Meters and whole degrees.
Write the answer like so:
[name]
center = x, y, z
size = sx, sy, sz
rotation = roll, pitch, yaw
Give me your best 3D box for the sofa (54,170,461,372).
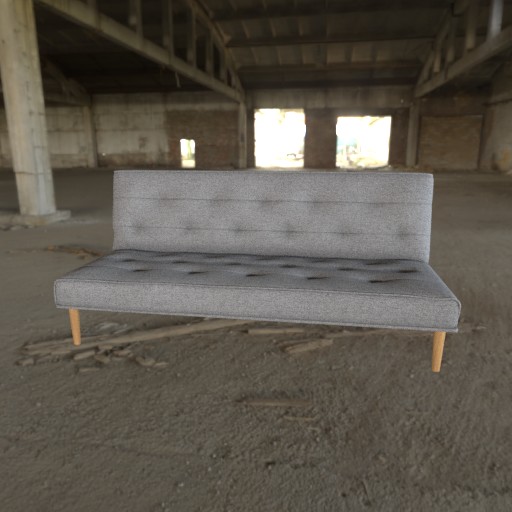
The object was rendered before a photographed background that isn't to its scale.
[sofa]
center = 0.000, 0.000, 2.289
size = 1.820, 0.830, 0.810
rotation = 2, 14, 9
